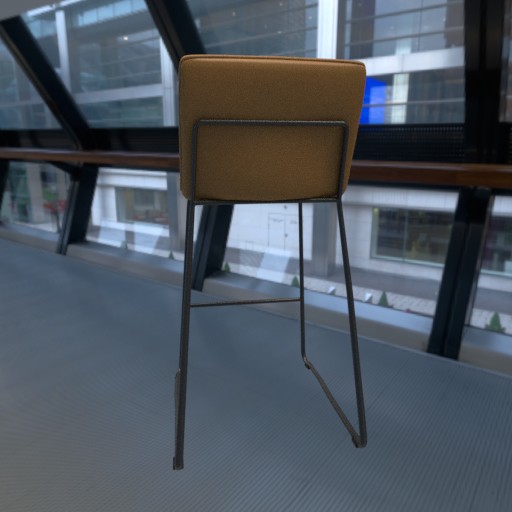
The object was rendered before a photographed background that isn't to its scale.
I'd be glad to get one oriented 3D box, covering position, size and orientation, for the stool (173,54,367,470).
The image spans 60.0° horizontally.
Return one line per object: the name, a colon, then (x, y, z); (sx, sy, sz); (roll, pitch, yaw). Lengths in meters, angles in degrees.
stool: (0.000, 0.000, 1.225); (0.489, 0.936, 0.524); (-2, 14, -10)
